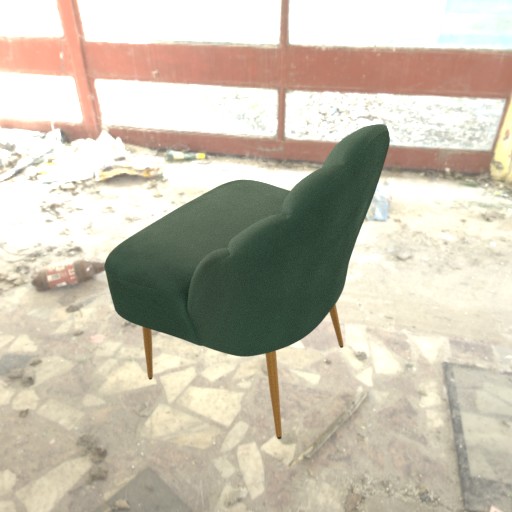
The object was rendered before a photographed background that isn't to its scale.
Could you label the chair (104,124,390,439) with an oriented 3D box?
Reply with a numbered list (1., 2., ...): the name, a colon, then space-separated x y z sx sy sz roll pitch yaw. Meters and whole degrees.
1. chair: 0.000 0.000 1.246 0.599 0.819 0.657 19 38 27
